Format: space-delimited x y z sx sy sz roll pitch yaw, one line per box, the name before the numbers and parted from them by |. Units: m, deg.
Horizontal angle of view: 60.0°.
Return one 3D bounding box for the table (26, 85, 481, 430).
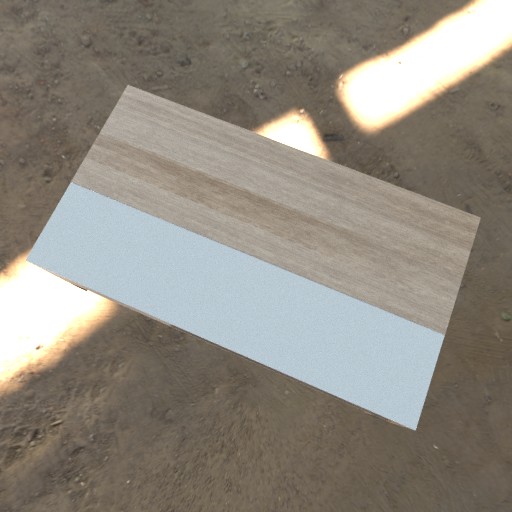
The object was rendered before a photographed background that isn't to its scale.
table | 0.000 0.000 1.381 1.100 0.350 0.600 22 75 6
